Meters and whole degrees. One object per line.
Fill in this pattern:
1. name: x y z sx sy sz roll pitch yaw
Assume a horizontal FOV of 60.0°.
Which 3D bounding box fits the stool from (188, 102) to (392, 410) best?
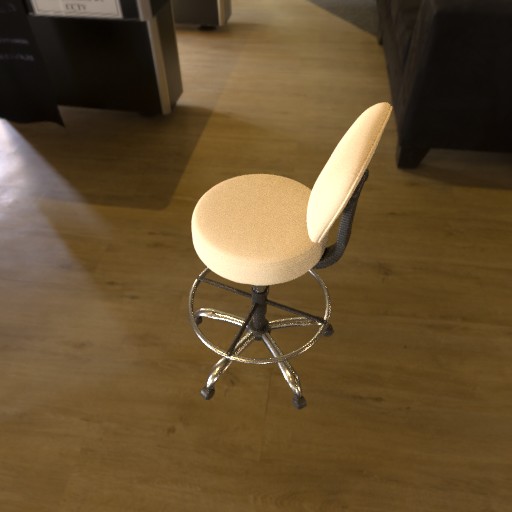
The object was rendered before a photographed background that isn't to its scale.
1. stool: 0.000 0.000 1.457 0.616 1.080 0.609 18 49 16
